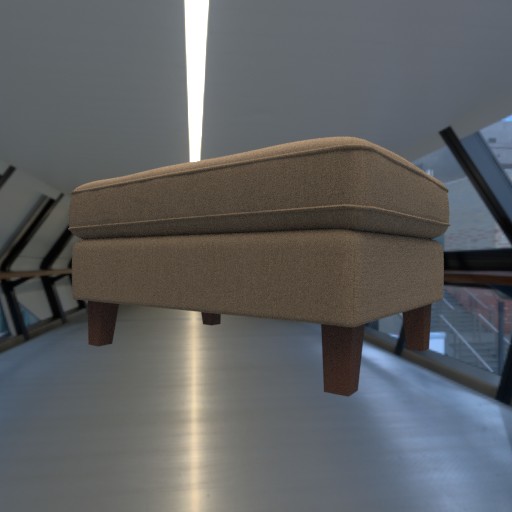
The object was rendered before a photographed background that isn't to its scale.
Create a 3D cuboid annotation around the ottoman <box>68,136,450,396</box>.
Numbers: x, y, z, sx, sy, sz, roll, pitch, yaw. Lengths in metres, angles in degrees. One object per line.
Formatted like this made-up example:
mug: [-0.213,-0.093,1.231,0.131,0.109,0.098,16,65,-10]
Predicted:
ottoman: [0.000,0.000,1.275,0.945,0.521,0.636,0,0,36]
